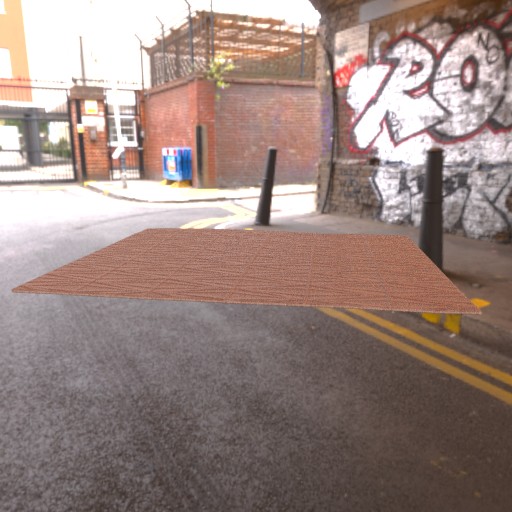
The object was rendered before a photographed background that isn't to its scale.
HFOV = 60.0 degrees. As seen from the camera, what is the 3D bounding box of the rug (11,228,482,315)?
[{"bbox_3d":[0.000,0.000,3.986,3.052,0.043,2.453,2,14,8],"label":"rug"}]
